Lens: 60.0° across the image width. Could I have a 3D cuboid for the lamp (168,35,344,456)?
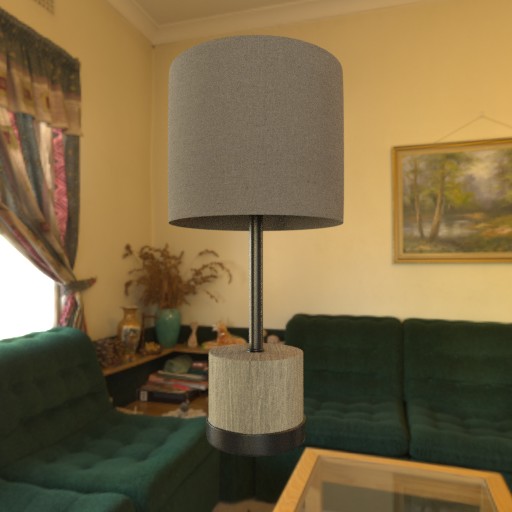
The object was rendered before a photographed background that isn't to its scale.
[{"bbox_3d":[0.000,0.000,0.584,0.229,0.470,0.229,0,-1,1],"label":"lamp"}]
